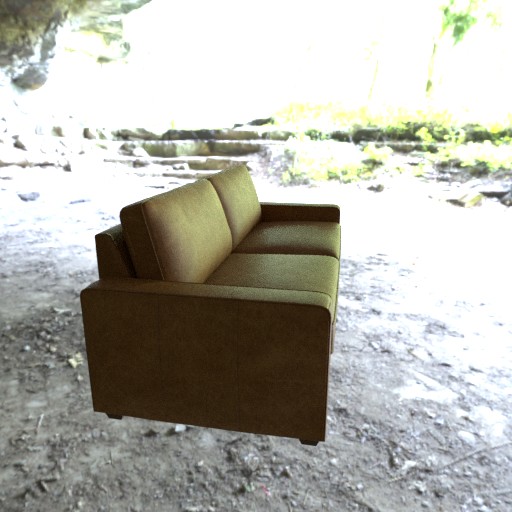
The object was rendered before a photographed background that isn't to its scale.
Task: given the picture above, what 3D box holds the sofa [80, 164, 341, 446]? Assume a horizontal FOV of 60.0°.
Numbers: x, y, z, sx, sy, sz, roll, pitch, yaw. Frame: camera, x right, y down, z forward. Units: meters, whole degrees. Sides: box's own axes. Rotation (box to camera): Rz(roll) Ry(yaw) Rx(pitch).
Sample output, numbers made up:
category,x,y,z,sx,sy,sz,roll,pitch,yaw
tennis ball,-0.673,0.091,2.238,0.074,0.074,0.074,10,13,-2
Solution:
category,x,y,z,sx,sy,sz,roll,pitch,yaw
sofa,0.000,0.000,2.645,0.991,0.928,2.156,3,17,11
